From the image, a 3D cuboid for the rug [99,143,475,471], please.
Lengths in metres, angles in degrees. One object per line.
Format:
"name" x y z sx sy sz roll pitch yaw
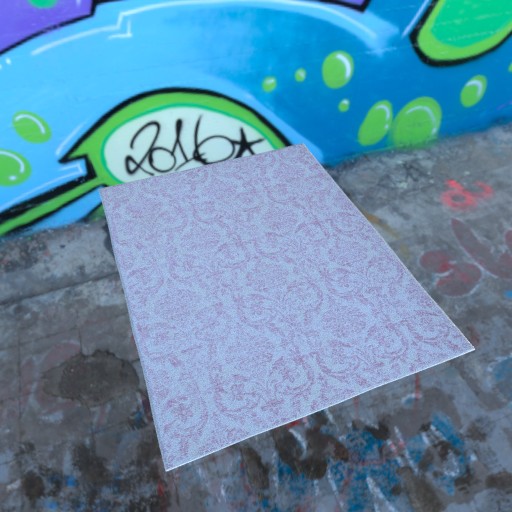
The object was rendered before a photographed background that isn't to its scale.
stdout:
"rug" 0.000 0.000 3.974 2.363 0.012 2.980 -16 49 -14
